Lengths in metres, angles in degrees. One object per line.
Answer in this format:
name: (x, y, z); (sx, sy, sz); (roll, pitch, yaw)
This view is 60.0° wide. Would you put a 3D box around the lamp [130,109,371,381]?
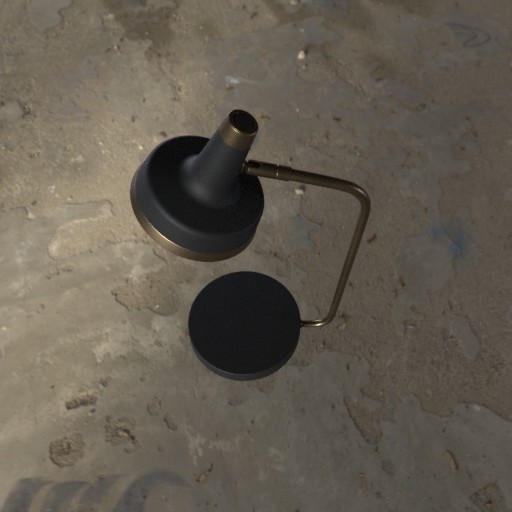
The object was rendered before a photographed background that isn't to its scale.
lamp: (0.000, 0.000, 0.483); (0.218, 0.385, 0.162); (1, 58, 1)
